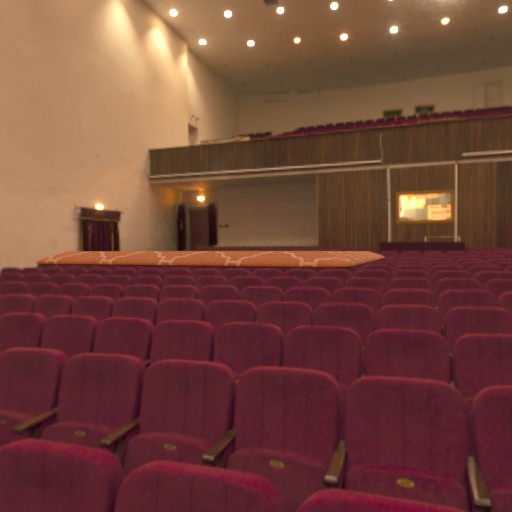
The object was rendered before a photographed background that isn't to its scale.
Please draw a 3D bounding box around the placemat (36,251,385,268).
[{"bbox_3d":[0.000,0.000,0.977,0.508,0.021,0.762,0,1,19],"label":"placemat"}]
